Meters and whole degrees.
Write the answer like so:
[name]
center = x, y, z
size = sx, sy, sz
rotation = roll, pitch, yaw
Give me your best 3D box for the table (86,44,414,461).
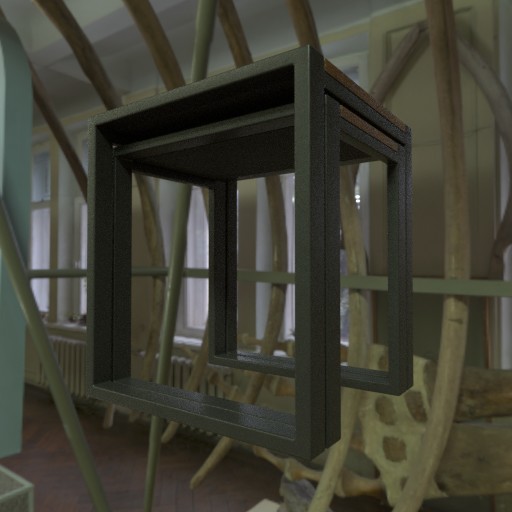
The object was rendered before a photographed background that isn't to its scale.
[table]
center = 0.000, 0.000, 0.908
size = 0.500, 0.550, 0.449
rotation = -1, -2, 36
